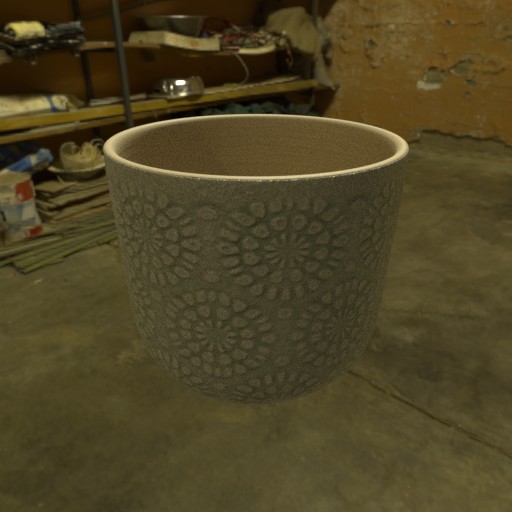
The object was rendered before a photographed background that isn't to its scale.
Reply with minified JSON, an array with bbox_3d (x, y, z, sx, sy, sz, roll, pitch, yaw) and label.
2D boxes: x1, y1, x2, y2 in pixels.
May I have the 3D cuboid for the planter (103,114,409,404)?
[{"bbox_3d":[0.000,0.000,0.289,0.169,0.153,0.169,0,26,0],"label":"planter"}]
